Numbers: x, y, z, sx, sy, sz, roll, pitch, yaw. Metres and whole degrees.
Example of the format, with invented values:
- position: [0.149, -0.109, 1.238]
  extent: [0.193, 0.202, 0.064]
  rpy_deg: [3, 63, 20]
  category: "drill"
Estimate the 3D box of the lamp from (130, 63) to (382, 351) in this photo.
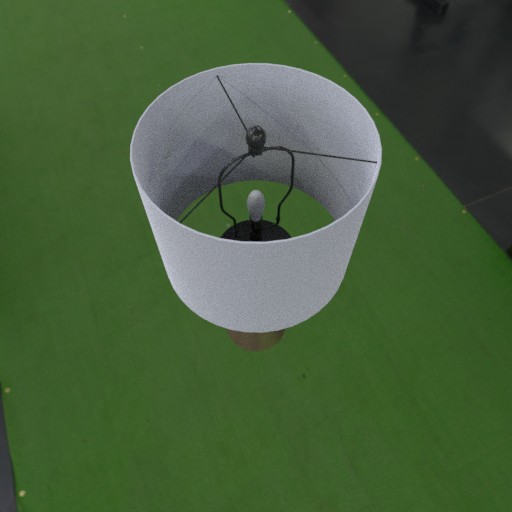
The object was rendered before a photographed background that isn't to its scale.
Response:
- position: [0.000, 0.000, 0.767]
  extent: [0.304, 0.573, 0.304]
  rpy_deg: [-18, 60, -11]
  category: "lamp"
